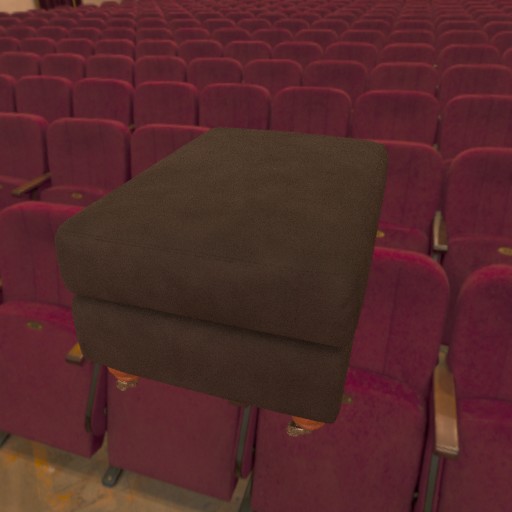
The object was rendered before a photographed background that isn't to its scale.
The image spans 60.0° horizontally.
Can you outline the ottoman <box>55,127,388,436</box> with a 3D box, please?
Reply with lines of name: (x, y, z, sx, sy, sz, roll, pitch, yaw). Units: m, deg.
ottoman: (0.000, 0.000, 1.129, 0.574, 0.497, 0.773, 9, 32, 15)
